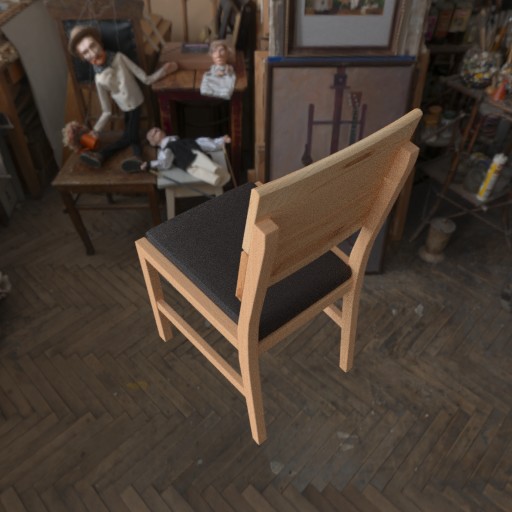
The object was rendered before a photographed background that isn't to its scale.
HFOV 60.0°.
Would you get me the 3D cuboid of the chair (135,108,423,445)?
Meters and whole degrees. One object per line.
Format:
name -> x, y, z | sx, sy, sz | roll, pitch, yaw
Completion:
chair -> 0.000, 0.000, 1.260 | 0.475, 0.950, 0.560 | -30, 52, -27
